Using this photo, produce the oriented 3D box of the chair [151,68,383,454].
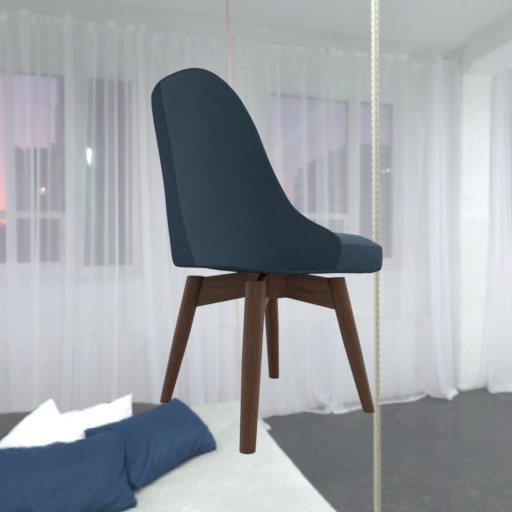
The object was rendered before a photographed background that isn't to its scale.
[{"bbox_3d":[0.000,0.000,1.279,0.589,0.882,0.503,0,1,-37],"label":"chair"}]
